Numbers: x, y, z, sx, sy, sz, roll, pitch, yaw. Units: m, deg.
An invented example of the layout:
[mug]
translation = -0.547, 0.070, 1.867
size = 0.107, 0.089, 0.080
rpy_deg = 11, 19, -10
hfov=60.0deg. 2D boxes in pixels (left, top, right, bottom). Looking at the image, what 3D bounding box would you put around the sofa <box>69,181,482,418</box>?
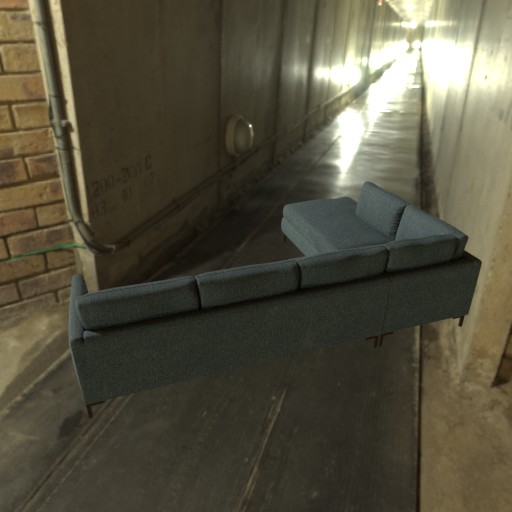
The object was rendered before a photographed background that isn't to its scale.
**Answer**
[sofa]
translation = 0.000, 0.000, 3.804
size = 2.949, 0.815, 2.007
rpy_deg = -9, 29, -17
